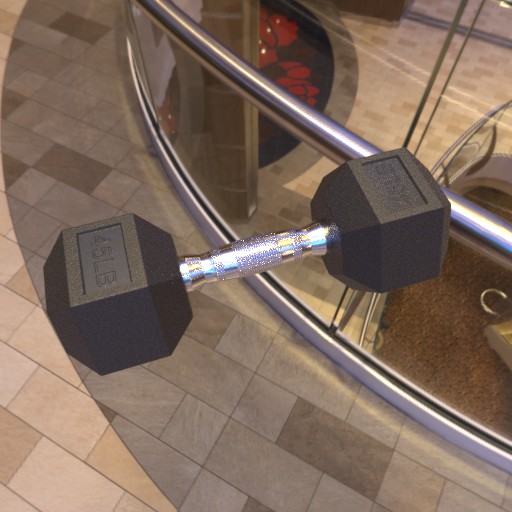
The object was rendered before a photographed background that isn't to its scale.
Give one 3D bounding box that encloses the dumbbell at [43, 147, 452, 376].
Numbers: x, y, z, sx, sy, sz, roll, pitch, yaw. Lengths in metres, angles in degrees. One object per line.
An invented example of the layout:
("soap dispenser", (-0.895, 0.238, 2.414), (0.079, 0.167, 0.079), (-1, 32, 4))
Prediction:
("dumbbell", (0.000, 0.000, 0.416), (0.356, 0.123, 0.141), (-15, 61, -9))
